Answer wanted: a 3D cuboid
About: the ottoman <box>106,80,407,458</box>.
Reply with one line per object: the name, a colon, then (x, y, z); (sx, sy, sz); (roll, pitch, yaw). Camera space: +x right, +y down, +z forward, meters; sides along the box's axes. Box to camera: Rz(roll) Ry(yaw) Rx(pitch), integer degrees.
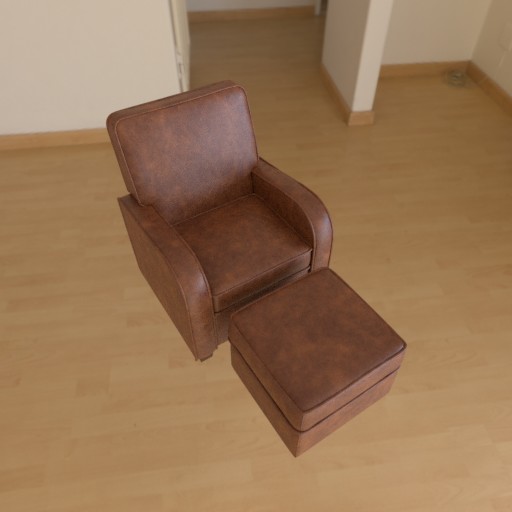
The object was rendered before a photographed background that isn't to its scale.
ottoman: (0.000, 0.000, 1.849); (0.732, 0.904, 1.314); (-25, 51, -22)
